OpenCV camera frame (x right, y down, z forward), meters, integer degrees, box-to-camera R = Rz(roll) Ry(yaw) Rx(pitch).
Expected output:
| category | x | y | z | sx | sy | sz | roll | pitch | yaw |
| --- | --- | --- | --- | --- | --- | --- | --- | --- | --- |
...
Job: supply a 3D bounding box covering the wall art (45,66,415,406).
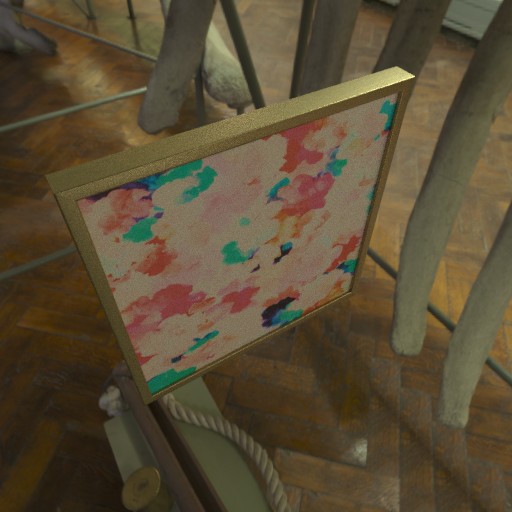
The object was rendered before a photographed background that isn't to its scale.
| category | x | y | z | sx | sy | sz | roll | pitch | yaw |
| --- | --- | --- | --- | --- | --- | --- | --- | --- | --- |
| wall art | 0.000 | 0.000 | 0.744 | 0.510 | 0.509 | 0.037 | -24 | 52 | -21 |
